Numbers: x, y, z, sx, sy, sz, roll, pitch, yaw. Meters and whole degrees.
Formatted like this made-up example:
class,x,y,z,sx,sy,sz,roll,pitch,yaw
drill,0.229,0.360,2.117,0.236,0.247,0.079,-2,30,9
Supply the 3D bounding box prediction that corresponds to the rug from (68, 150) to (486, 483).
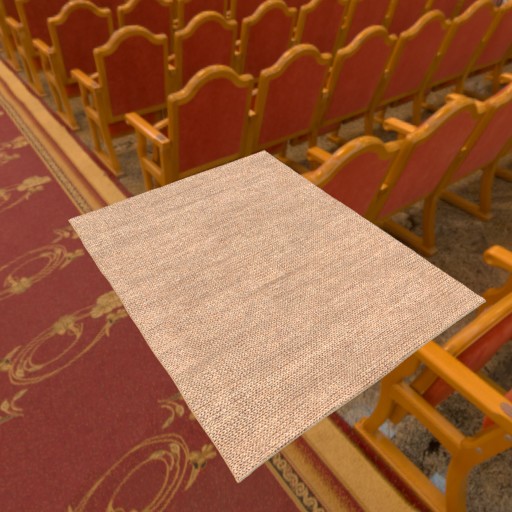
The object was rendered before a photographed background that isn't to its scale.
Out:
class,x,y,z,sx,sy,sz,roll,pitch,yaw
rug,0.000,0.000,3.995,2.429,0.030,3.052,-25,48,-26
